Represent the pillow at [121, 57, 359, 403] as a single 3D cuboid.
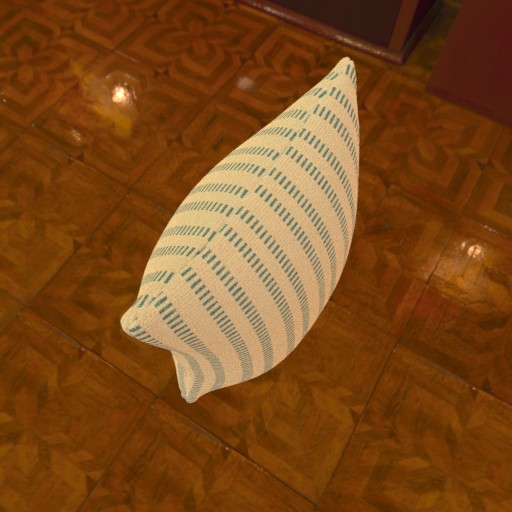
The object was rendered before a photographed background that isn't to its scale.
[{"bbox_3d":[0.000,0.000,0.670,0.247,0.419,0.438,31,68,14],"label":"pillow"}]
